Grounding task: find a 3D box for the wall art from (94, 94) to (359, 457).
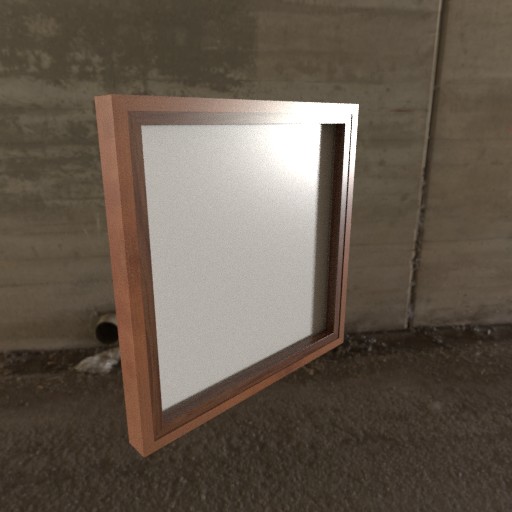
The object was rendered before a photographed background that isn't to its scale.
[{"bbox_3d":[0.000,0.000,0.609,0.403,0.403,0.035,-16,23,-42],"label":"wall art"}]
